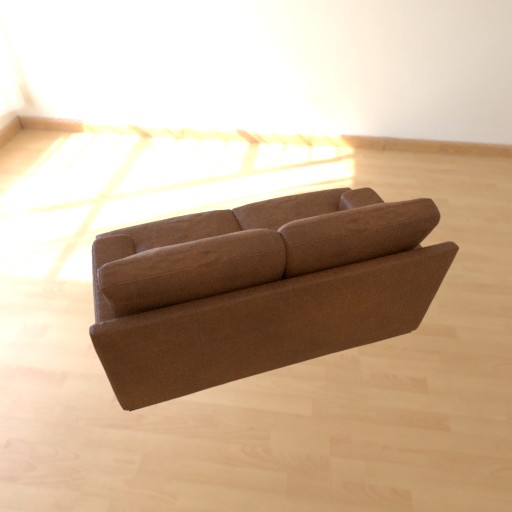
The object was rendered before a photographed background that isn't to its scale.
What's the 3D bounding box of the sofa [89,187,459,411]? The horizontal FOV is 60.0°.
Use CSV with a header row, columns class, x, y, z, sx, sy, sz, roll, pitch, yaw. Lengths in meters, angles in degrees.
class,x,y,z,sx,sy,sz,roll,pitch,yaw
sofa,0.000,0.000,2.608,1.880,0.966,1.144,-12,44,-13
